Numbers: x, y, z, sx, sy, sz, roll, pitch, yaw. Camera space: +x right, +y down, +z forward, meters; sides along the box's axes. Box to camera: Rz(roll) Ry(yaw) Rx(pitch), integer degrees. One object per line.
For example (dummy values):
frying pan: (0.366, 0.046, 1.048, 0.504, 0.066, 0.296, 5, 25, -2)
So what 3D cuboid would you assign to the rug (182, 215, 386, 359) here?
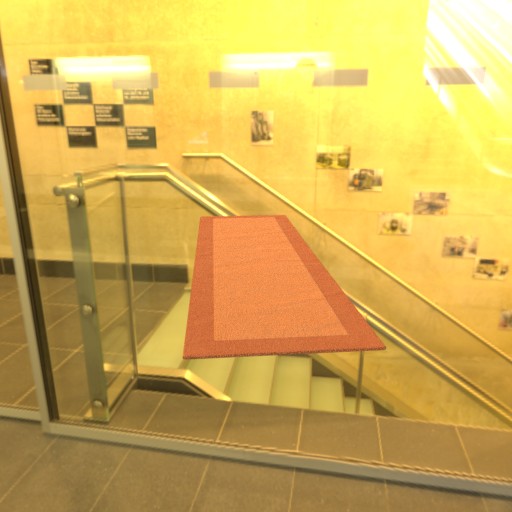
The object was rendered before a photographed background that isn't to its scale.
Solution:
rug: (0.000, 0.000, 2.775, 0.914, 0.013, 2.471, -3, 17, -9)
